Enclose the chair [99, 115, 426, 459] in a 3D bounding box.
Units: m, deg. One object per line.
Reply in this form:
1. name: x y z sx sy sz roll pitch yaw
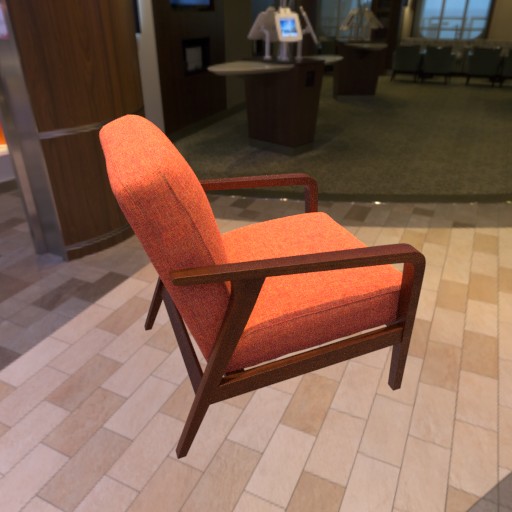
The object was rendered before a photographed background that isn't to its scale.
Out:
1. chair: 0.000 0.000 1.487 0.860 0.890 0.719 -10 31 -18
